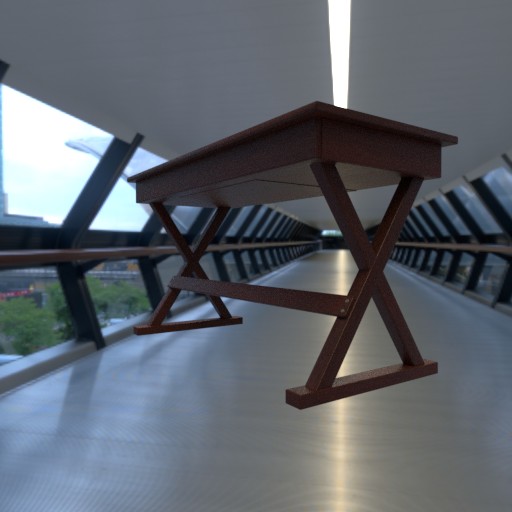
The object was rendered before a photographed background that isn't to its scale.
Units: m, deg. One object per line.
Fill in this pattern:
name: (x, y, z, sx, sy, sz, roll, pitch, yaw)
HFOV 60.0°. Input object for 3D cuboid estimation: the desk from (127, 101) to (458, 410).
desk: (0.000, 0.000, 1.793, 0.600, 0.761, 1.372, -1, 1, -35)
